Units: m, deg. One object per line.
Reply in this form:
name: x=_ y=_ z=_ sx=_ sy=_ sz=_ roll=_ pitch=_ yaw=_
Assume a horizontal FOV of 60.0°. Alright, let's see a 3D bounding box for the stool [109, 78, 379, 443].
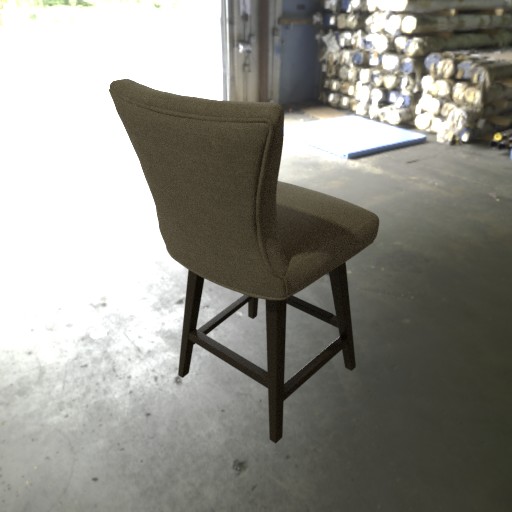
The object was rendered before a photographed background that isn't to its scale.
stool: x=0.000 y=0.000 z=1.321 sx=0.514 sy=1.000 sz=0.574 roll=23 pitch=37 yaw=34
